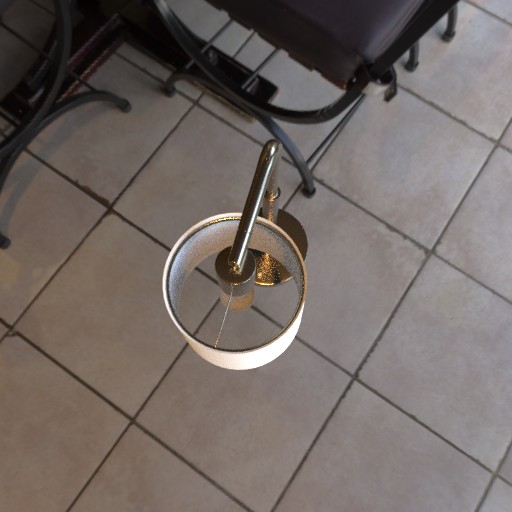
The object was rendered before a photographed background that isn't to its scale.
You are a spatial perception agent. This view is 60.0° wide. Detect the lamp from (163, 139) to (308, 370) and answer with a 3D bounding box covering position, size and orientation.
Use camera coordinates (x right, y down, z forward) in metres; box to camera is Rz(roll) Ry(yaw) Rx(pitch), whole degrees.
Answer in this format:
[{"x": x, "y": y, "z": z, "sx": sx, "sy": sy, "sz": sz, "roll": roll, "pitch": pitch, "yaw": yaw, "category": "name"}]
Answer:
[{"x": 0.000, "y": 0.000, "z": 0.656, "sx": 0.171, "sy": 0.489, "sz": 0.333, "roll": 15, "pitch": 76, "yaw": 4, "category": "lamp"}]
